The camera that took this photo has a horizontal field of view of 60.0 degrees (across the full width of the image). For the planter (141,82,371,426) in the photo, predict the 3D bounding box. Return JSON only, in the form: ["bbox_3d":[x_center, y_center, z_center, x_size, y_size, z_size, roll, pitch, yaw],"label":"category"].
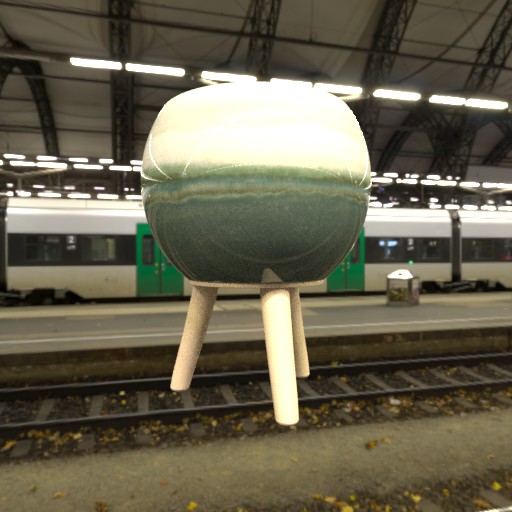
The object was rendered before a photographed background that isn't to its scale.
[{"bbox_3d":[0.000,0.000,0.441,0.222,0.278,0.222,0,0,0],"label":"planter"}]
